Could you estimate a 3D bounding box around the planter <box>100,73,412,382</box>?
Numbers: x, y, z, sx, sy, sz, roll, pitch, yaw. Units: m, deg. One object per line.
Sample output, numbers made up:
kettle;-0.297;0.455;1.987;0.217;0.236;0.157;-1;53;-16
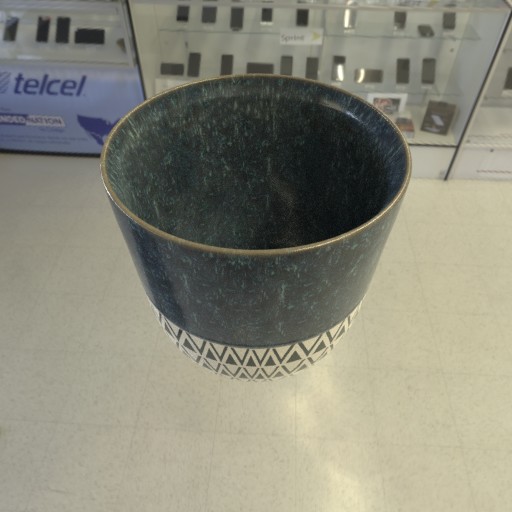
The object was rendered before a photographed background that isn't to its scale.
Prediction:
planter;0.000;0.000;0.362;0.195;0.214;0.195;0;47;0
